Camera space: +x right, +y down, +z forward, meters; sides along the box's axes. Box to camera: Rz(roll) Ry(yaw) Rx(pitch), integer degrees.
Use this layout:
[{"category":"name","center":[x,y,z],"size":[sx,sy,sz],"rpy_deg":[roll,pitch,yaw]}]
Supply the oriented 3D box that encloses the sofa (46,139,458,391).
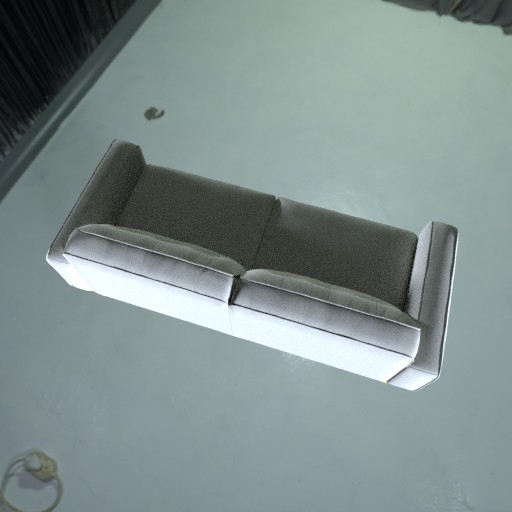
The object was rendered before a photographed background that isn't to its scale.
[{"category":"sofa","center":[0.000,0.000,2.726],"size":[2.270,0.781,0.956],"rpy_deg":[16,64,8]}]
